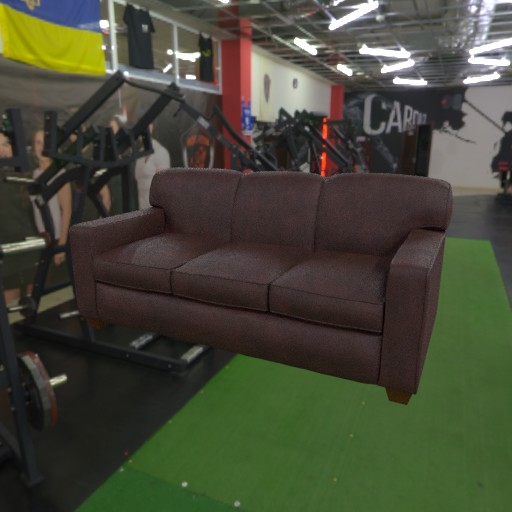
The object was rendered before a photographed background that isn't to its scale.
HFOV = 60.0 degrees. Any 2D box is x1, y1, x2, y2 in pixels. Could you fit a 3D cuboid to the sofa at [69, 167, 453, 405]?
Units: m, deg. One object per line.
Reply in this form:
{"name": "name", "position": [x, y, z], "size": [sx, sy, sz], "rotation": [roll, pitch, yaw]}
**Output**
{"name": "sofa", "position": [0.000, 0.000, 2.623], "size": [2.039, 0.953, 1.008], "rotation": [7, 17, 25]}
